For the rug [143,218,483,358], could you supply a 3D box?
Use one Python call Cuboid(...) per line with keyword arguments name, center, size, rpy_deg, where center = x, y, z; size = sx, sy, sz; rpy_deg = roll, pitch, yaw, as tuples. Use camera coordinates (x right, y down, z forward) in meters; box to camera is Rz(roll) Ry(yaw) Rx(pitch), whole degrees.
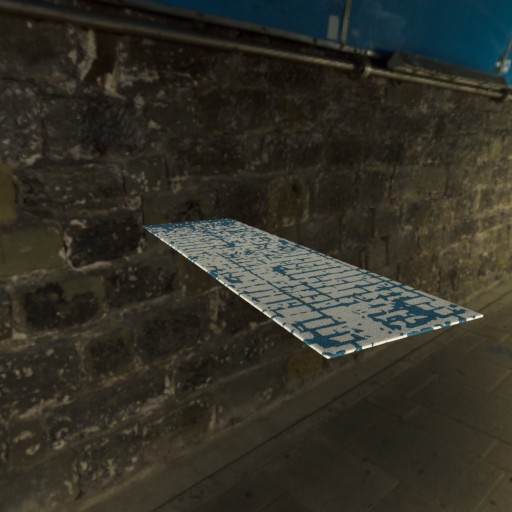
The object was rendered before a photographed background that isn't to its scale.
Cuboid(name="rug", center=(0.000, 0.000, 2.614), size=(0.750, 0.011, 2.435), rpy_deg=(-8, 17, -26))
